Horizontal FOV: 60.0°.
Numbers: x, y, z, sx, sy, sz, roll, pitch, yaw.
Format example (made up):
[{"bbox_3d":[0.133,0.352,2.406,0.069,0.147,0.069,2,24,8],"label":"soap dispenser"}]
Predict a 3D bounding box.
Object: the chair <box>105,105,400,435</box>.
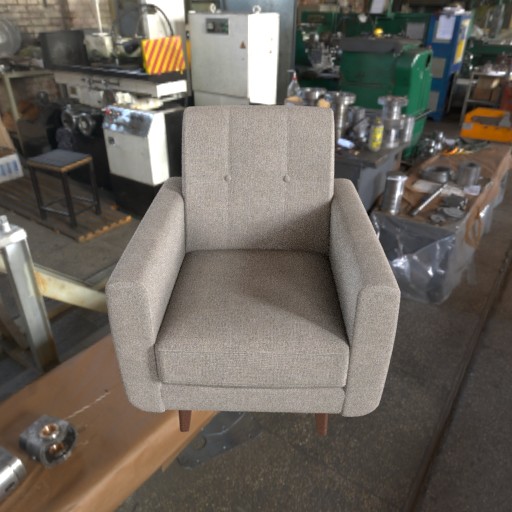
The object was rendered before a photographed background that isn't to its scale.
[{"bbox_3d":[0.000,0.000,1.685,0.845,0.968,0.942,1,29,1],"label":"chair"}]
